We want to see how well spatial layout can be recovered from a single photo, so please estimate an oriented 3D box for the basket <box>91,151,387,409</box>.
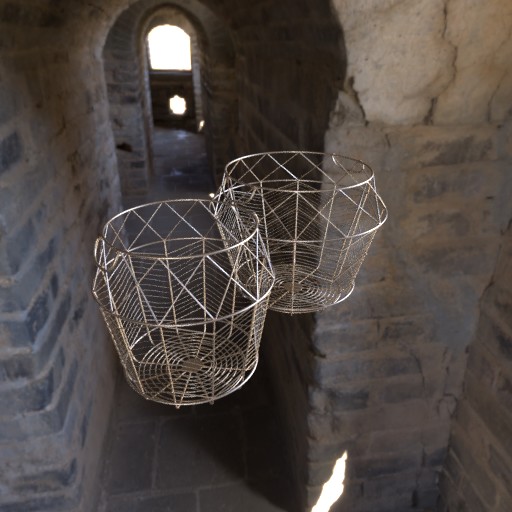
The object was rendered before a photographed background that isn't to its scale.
[{"bbox_3d":[0.000,0.000,1.041,0.451,0.343,0.805,18,31,32],"label":"basket"}]
